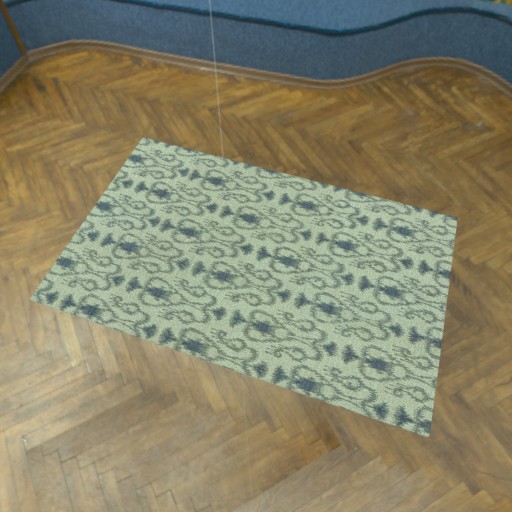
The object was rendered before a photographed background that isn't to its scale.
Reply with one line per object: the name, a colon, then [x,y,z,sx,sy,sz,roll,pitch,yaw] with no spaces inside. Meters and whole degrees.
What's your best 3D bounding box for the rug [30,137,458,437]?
rug: [0.000,0.000,1.970,1.652,0.006,1.035,16,59,10]
